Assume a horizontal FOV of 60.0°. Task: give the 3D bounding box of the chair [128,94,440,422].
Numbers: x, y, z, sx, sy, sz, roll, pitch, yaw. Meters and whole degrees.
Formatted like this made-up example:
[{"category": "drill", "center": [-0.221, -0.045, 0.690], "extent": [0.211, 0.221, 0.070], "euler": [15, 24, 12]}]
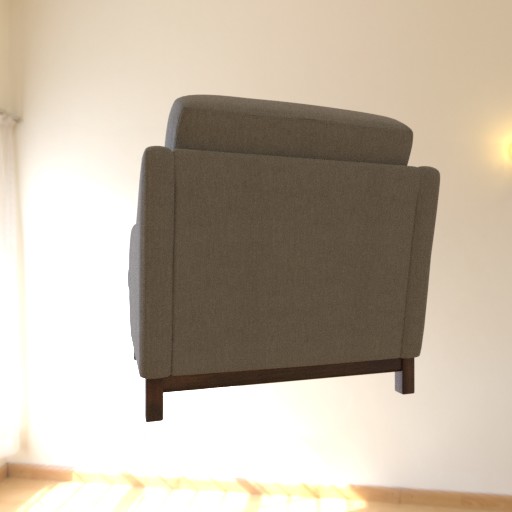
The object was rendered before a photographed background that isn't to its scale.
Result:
[{"category": "chair", "center": [0.000, 0.000, 1.521], "extent": [0.826, 0.821, 0.892], "euler": [0, 0, -18]}]
